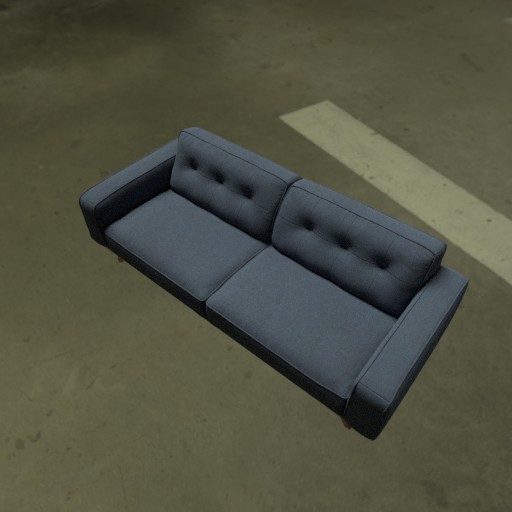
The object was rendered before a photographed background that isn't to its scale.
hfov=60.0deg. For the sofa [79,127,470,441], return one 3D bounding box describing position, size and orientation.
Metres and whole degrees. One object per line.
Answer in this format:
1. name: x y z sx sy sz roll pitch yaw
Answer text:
1. sofa: 0.000 0.000 2.756 2.270 0.782 0.953 31 54 26
